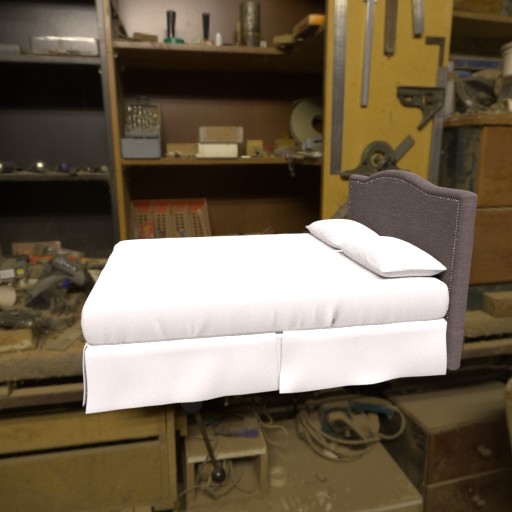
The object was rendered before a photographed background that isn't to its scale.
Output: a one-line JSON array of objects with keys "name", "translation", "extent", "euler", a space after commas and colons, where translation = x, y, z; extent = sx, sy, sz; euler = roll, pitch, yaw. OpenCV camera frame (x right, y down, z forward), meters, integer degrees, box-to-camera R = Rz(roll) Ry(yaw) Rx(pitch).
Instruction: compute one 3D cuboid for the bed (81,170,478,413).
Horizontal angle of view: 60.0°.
[{"name": "bed", "translation": [0.000, 0.000, 3.883], "extent": [2.689, 1.457, 2.161], "euler": [-3, 14, -10]}]
